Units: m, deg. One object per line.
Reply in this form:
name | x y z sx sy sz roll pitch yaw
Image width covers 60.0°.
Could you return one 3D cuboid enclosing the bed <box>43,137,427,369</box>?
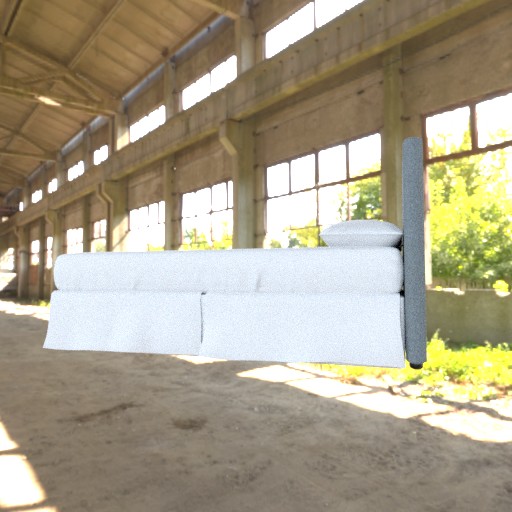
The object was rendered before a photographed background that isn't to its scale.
bed | 0.000 0.000 3.908 2.689 1.457 2.161 -1 -3 18
